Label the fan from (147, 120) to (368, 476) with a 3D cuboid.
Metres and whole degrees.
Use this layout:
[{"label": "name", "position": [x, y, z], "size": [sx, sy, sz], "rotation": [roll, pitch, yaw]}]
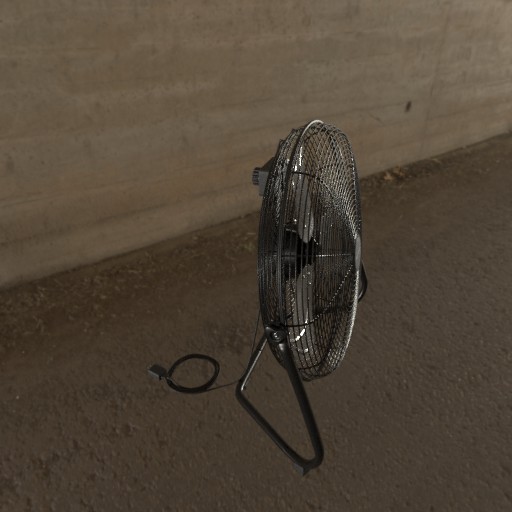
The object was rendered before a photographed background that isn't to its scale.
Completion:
[{"label": "fan", "position": [0.000, 0.000, 0.994], "size": [0.470, 0.605, 0.595], "rotation": [10, 32, 17]}]
